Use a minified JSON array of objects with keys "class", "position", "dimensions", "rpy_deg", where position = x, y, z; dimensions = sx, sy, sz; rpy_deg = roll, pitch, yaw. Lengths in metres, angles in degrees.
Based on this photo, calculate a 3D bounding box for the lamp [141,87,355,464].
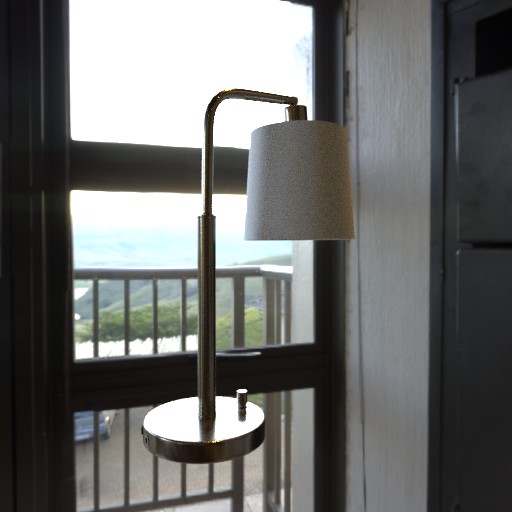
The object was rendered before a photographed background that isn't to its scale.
[{"class":"lamp","position":[0.000,0.000,0.646],"dimensions":[0.333,0.489,0.171],"rpy_deg":[-1,1,-34]}]
